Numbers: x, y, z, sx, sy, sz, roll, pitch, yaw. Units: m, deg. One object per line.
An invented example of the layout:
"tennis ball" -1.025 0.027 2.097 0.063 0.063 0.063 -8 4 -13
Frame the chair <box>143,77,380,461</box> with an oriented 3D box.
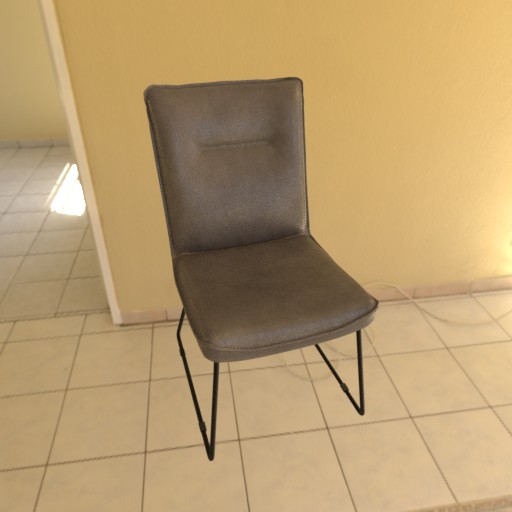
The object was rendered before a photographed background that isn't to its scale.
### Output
"chair" 0.000 0.000 1.382 0.515 0.932 0.688 -10 33 -16
